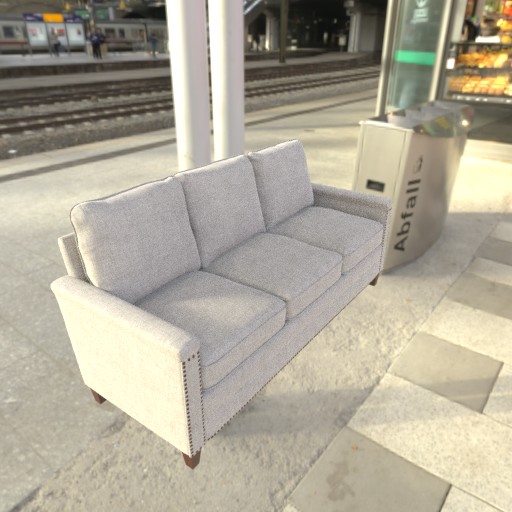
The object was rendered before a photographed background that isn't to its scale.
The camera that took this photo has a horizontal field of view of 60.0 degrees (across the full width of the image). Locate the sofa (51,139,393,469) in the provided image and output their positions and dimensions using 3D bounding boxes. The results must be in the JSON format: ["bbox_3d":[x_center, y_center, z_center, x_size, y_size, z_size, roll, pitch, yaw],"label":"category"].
[{"bbox_3d":[0.000,0.000,2.423,0.828,0.959,1.925,18,31,32],"label":"sofa"}]
